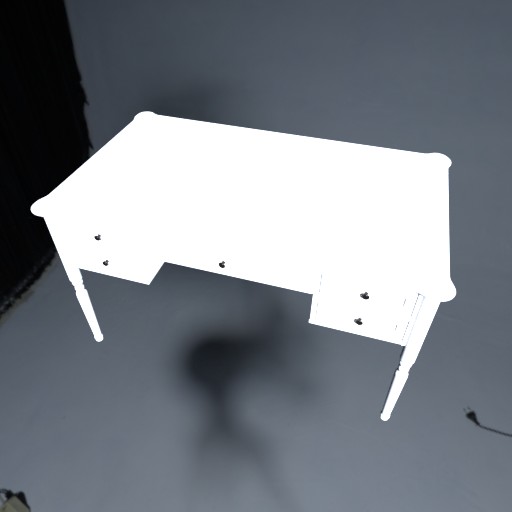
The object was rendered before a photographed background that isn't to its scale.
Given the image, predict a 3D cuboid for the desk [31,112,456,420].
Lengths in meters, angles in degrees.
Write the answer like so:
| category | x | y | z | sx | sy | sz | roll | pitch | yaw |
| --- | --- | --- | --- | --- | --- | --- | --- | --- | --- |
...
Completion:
| category | x | y | z | sx | sy | sz | roll | pitch | yaw |
| --- | --- | --- | --- | --- | --- | --- | --- | --- | --- |
| desk | 0.000 | 0.000 | 1.877 | 1.380 | 0.762 | 0.807 | 12 | 44 | 13 |
